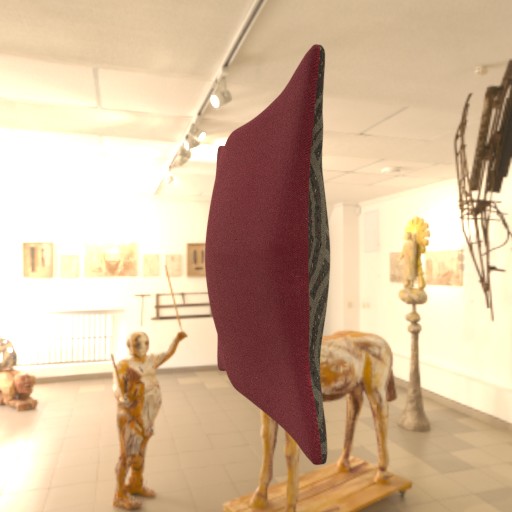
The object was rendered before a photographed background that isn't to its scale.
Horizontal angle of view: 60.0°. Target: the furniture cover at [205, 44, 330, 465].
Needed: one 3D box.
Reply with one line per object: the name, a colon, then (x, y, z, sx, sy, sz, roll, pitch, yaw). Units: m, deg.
furniture cover: (0.000, 0.000, 0.775, 0.163, 0.513, 0.514, 0, -1, -18)
